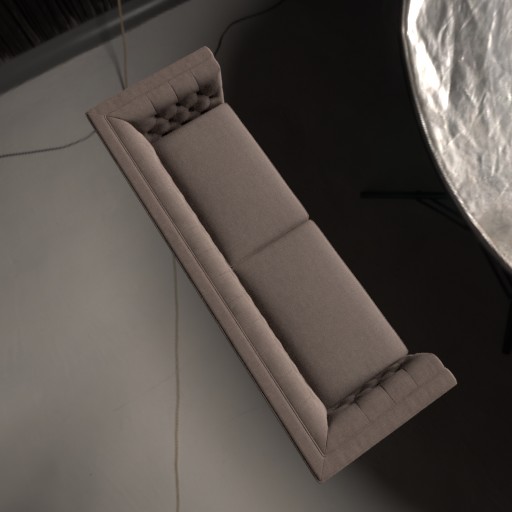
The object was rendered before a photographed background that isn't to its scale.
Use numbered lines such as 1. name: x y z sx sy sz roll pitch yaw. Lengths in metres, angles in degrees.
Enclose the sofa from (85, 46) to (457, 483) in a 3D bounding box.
1. sofa: 0.000 0.000 2.532 0.775 0.762 2.159 -32 77 -8
